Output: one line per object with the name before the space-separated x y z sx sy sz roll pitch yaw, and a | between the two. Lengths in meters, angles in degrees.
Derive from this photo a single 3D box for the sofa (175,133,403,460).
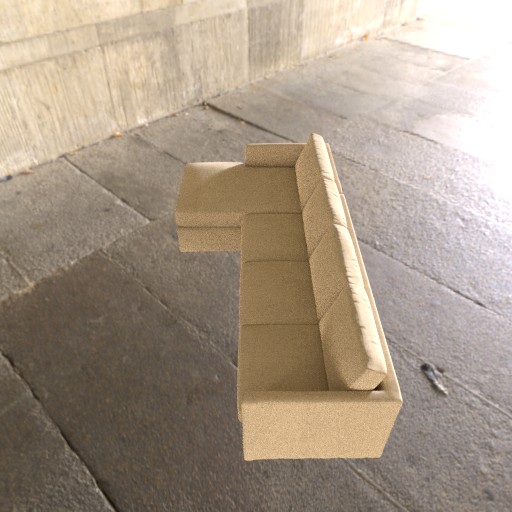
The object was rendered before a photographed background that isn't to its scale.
sofa | 0.000 0.000 3.883 1.650 0.922 3.205 0 41 0
